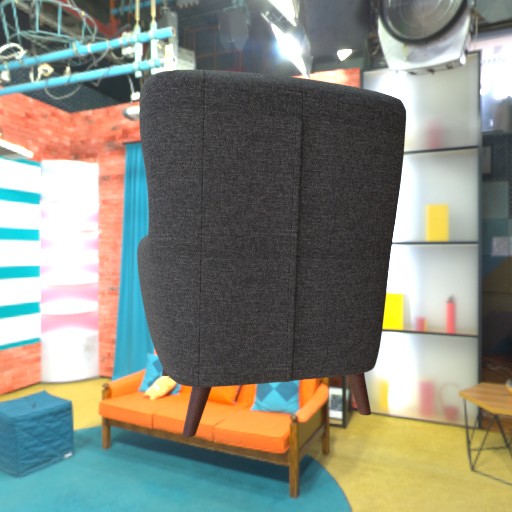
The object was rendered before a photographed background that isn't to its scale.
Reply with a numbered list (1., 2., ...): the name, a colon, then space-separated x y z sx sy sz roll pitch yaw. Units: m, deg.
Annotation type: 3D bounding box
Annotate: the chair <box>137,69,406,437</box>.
1. chair: 0.000 0.000 1.685 0.878 1.063 0.904 0 0 -17
